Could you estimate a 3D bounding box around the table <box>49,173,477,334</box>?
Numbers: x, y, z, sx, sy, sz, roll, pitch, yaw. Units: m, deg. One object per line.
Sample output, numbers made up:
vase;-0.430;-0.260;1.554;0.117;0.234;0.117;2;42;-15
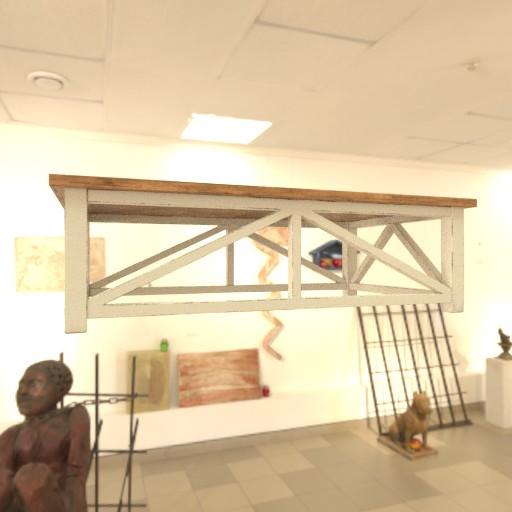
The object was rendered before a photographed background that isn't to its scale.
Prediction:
table;0.000;0.000;1.727;1.400;0.410;0.800;0;0;-20
